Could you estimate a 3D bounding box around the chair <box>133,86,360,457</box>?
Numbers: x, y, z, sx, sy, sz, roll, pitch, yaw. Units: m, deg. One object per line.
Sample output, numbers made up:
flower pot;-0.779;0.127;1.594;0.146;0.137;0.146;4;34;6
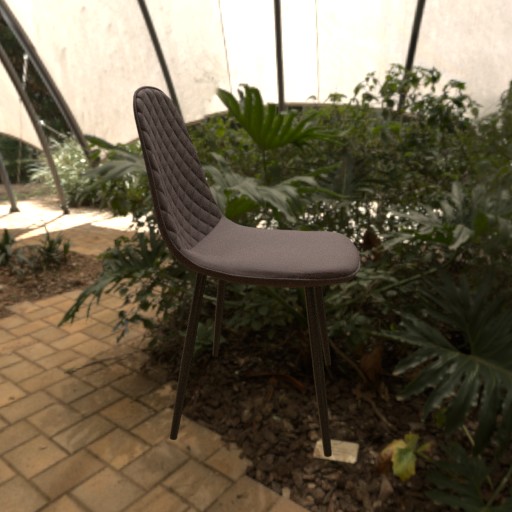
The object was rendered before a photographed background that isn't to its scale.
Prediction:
chair;0.000;0.000;1.232;0.561;0.889;0.472;2;16;9
